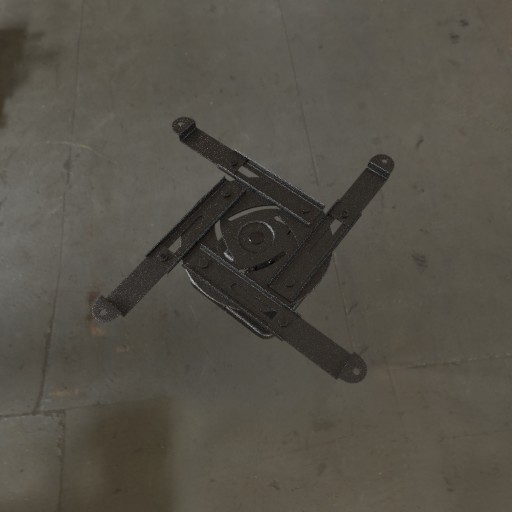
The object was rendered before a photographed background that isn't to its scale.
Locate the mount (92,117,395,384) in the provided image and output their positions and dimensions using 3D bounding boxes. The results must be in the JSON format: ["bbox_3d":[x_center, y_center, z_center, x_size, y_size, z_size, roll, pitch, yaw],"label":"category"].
[{"bbox_3d":[0.000,0.000,0.600,0.394,0.141,0.394,35,69,16],"label":"mount"}]
